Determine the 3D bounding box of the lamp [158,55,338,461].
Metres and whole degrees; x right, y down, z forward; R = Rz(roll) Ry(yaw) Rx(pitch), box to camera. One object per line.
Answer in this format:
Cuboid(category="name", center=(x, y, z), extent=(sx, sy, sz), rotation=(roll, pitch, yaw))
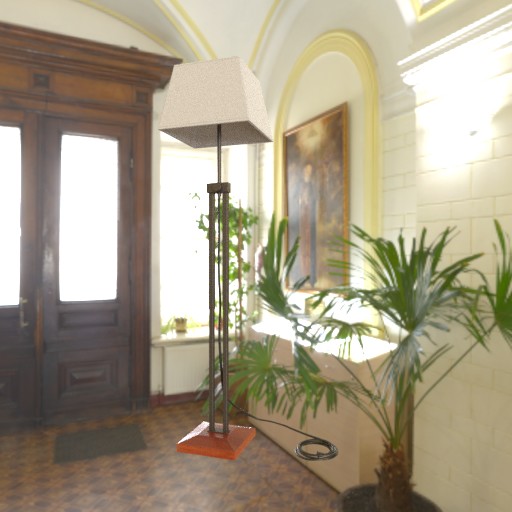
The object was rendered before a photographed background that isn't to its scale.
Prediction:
Cuboid(category="lamp", center=(0.000, 0.000, 2.026), extent=(0.745, 1.712, 0.472), rotation=(0, 0, 18))
